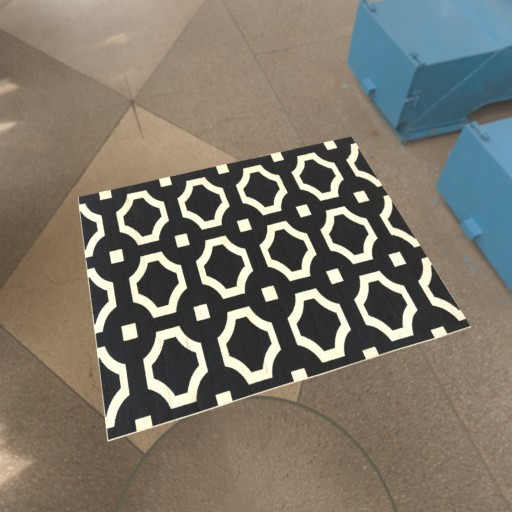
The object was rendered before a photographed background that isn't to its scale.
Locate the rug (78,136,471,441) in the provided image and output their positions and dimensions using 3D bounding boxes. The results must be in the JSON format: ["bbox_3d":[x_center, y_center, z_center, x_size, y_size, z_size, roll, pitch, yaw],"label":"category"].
[{"bbox_3d":[0.000,0.000,4.142,3.049,0.021,2.466,-15,58,-9],"label":"rug"}]
